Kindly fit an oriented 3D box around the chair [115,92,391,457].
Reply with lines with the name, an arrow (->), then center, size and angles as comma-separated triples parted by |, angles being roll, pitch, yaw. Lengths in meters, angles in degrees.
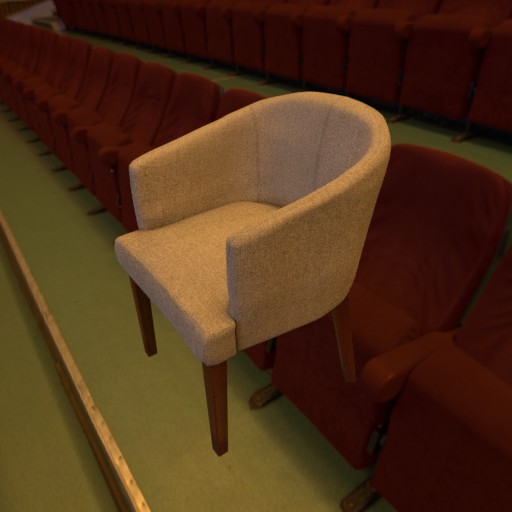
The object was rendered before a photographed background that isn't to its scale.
chair -> 0.000, 0.000, 1.284 | 0.655, 0.811, 0.583 | -21, 38, -30
